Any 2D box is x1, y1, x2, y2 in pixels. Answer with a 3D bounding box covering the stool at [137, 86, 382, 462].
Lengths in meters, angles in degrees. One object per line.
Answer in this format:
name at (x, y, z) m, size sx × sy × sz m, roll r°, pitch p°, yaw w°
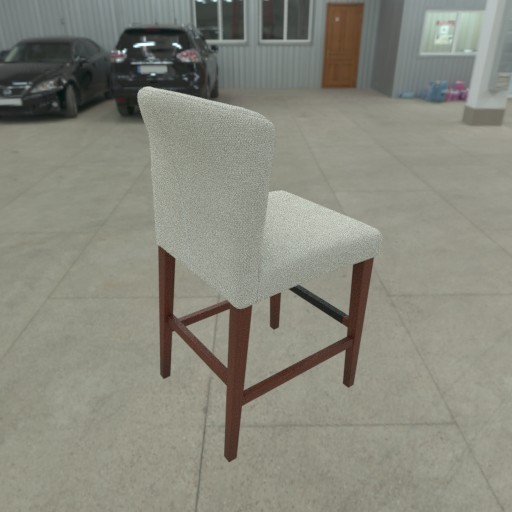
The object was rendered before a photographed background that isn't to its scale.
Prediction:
stool at (0.000, 0.000, 1.317) m, size 0.568 × 0.969 × 0.481 m, roll -18°, pitch 32°, yaw -32°
